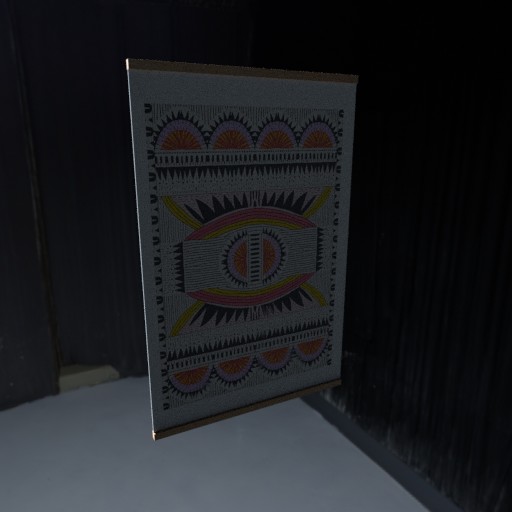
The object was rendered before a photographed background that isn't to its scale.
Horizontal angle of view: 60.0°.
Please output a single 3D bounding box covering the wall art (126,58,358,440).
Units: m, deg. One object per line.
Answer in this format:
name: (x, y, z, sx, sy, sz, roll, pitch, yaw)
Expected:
wall art: (0.000, 0.000, 1.951, 0.999, 1.533, 0.028, -8, 17, -26)
